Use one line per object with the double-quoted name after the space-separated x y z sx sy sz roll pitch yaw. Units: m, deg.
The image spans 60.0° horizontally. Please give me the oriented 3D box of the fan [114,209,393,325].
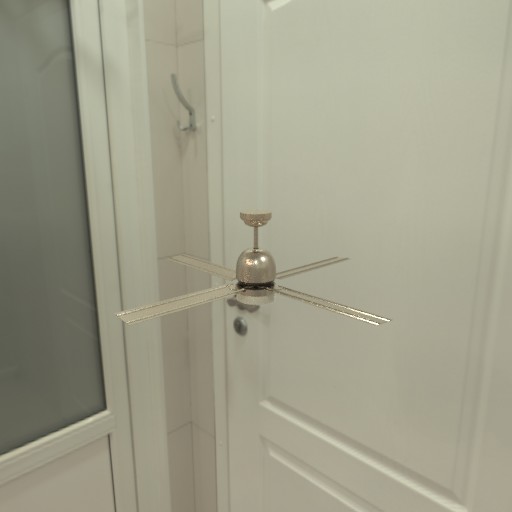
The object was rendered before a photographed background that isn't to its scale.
0.000 0.000 2.026 1.346 0.406 1.346 -13 19 -43 "fan"
